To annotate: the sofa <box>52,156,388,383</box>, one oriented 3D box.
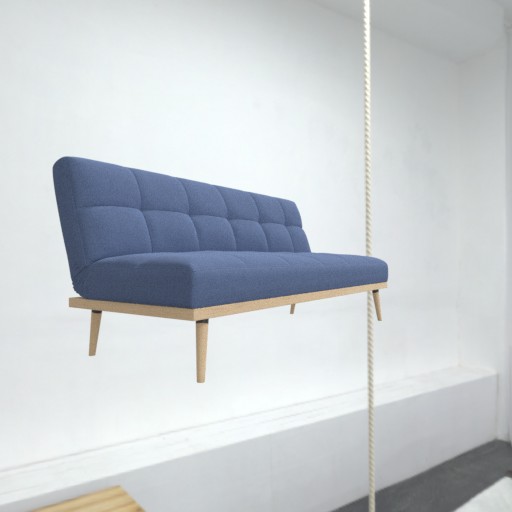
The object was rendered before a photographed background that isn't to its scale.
[{"bbox_3d":[0.000,0.000,2.282,0.796,0.800,1.800,0,0,35],"label":"sofa"}]
